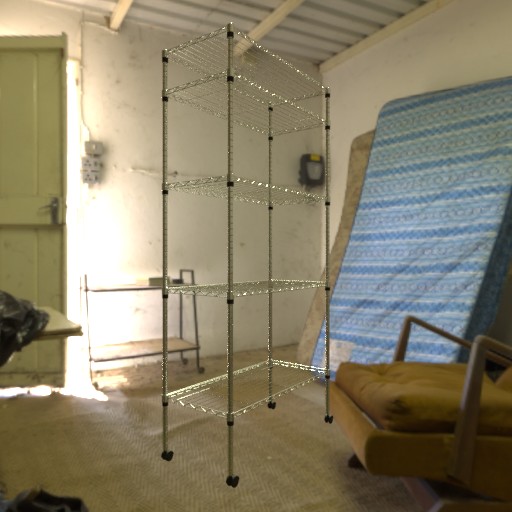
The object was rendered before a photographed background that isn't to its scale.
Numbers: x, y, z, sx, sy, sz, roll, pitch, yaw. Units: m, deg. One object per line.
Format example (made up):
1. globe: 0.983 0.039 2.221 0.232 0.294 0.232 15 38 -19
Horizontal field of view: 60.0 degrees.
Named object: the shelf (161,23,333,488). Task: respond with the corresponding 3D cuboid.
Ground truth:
1. shelf: 0.000 0.000 1.911 0.356 1.587 0.762 0 0 36
